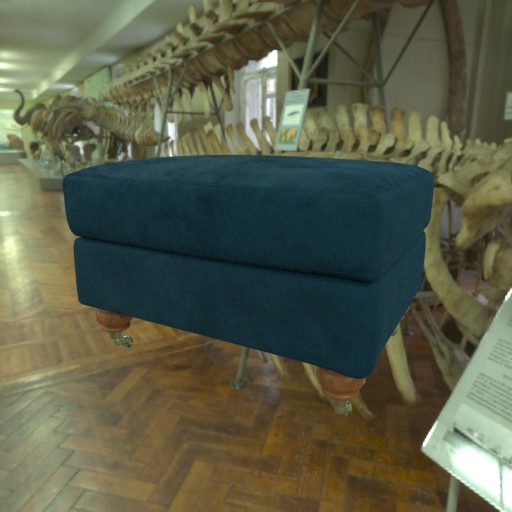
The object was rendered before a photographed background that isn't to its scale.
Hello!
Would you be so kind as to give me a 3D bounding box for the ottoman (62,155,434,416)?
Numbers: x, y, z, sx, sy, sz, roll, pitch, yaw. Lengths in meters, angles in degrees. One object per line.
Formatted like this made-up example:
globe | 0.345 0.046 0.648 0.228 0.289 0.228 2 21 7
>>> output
ottoman | 0.000 0.000 1.142 0.773 0.503 0.572 8 17 28
